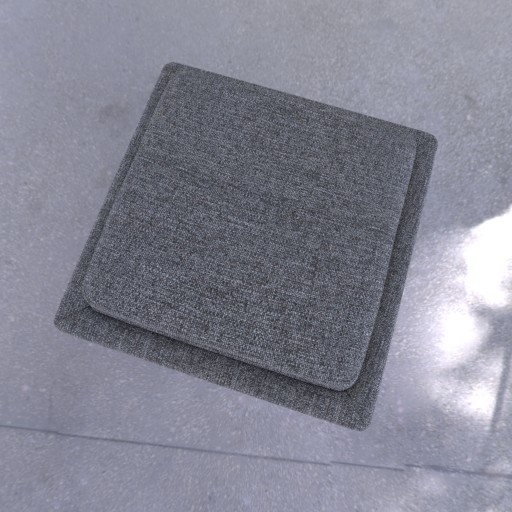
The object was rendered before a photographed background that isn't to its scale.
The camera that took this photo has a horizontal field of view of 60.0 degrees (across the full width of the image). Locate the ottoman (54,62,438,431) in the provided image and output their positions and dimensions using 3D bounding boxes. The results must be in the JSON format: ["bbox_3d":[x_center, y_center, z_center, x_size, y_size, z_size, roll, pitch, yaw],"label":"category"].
[{"bbox_3d":[0.000,0.000,0.801,0.450,0.460,0.450,17,76,4],"label":"ottoman"}]
